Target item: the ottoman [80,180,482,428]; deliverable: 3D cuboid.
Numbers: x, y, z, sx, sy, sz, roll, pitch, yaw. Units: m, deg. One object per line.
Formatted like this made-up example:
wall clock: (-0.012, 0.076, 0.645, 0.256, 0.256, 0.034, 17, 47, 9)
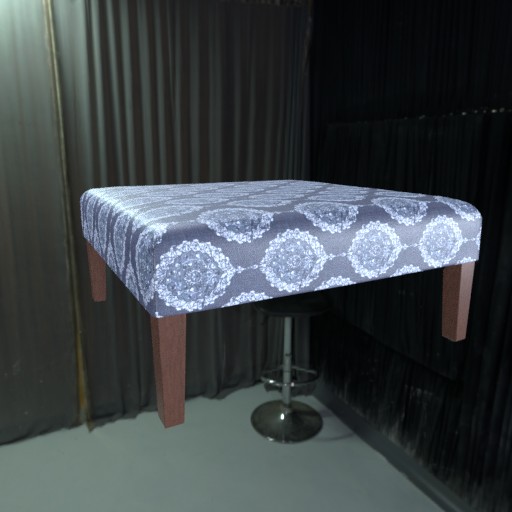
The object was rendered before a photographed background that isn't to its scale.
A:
ottoman: (0.000, 0.000, 1.368, 0.890, 0.409, 0.889, -7, 15, -28)
